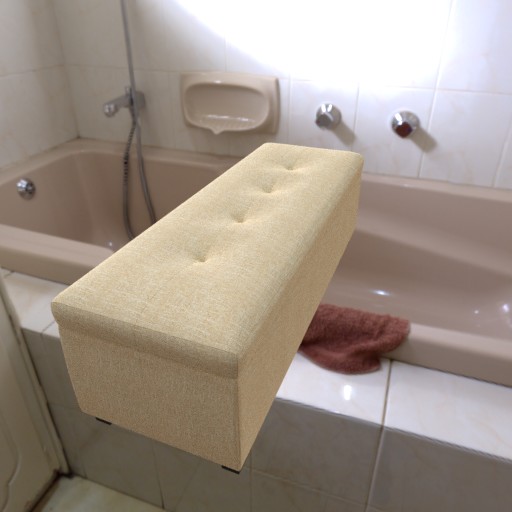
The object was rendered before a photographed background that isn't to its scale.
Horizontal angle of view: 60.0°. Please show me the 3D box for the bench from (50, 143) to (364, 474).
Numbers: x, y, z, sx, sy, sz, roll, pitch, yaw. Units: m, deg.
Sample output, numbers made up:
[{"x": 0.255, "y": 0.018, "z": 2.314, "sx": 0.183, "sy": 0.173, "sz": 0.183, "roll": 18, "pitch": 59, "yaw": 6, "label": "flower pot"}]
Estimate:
[{"x": 0.000, "y": 0.000, "z": 1.403, "sx": 0.432, "sy": 0.406, "sz": 1.219, "roll": 12, "pitch": 32, "yaw": 19, "label": "bench"}]
